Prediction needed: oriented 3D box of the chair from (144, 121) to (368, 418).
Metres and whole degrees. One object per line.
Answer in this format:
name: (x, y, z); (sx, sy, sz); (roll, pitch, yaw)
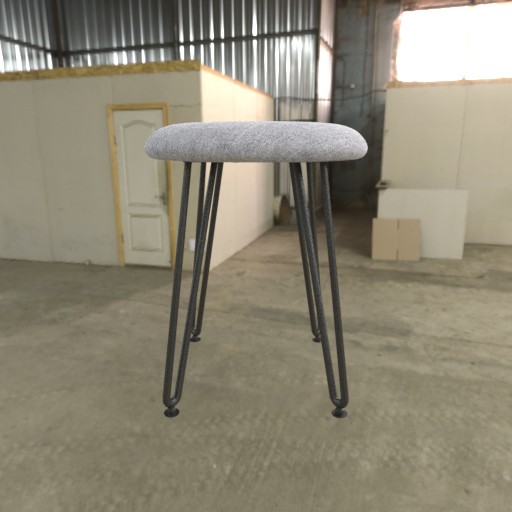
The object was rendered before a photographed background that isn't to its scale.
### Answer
chair: (0.000, 0.000, 0.671); (0.350, 0.386, 0.350); (-14, 20, -43)
